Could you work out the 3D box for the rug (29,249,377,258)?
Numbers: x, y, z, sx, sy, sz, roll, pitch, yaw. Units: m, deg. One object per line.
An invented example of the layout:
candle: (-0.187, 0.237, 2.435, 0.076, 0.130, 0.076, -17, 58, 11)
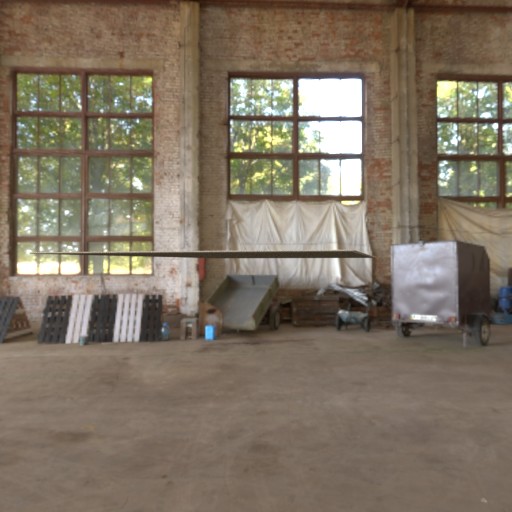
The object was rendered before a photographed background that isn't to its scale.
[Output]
rug: (0.000, 0.000, 3.046, 1.523, 0.008, 2.438, 0, -1, 17)
